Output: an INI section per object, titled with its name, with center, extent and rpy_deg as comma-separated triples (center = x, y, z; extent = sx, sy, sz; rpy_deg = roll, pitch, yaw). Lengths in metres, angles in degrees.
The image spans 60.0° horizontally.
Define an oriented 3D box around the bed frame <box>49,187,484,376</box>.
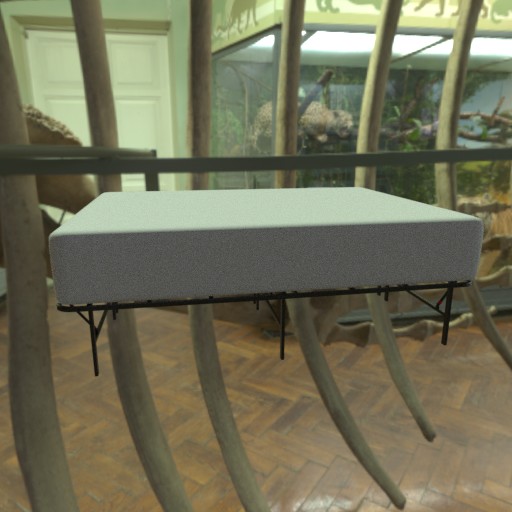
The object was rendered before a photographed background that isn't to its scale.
[bed frame]
center = 0.000, 0.000, 2.782
extent = 2.037, 0.677, 1.528
rpy_deg = -3, 15, -10
